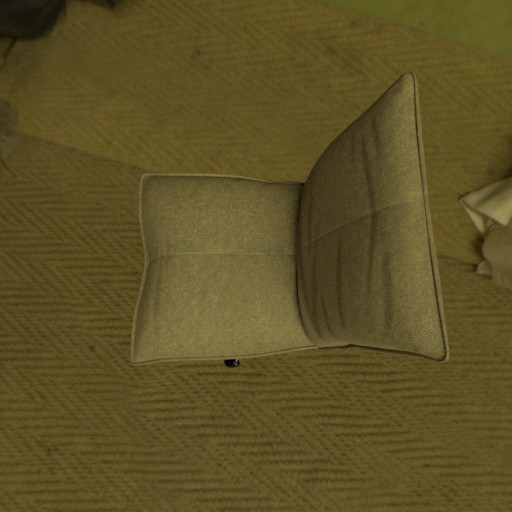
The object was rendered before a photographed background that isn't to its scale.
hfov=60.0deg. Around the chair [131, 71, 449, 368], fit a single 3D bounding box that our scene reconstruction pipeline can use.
[{"bbox_3d":[0.000,0.000,1.228,0.696,0.811,0.597,0,75,0],"label":"chair"}]
